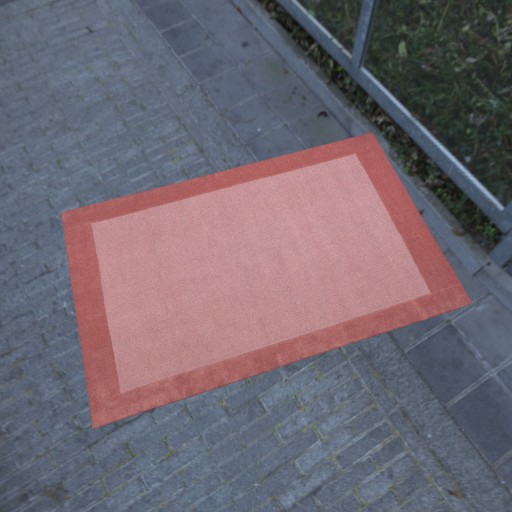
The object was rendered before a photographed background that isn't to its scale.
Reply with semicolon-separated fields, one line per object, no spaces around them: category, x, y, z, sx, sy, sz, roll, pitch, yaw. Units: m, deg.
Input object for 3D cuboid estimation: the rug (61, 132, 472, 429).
rug;0.000;0.000;3.010;2.438;0.014;1.524;-16;64;-8
